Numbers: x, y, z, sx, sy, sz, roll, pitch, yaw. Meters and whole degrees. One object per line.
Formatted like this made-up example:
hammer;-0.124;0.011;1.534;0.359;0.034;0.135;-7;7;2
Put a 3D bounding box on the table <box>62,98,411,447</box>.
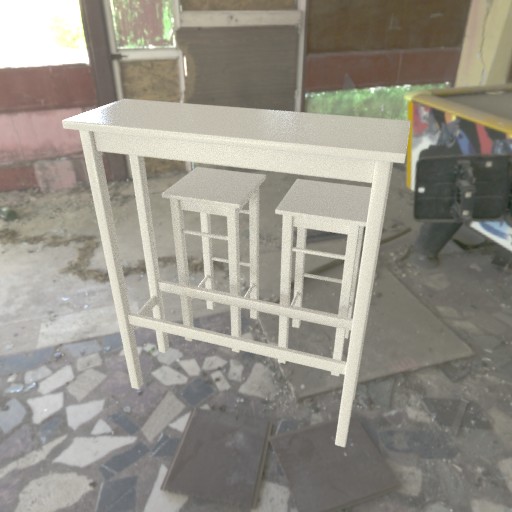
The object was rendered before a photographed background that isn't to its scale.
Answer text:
table;0.000;0.000;1.637;0.915;1.065;0.650;10;32;16
